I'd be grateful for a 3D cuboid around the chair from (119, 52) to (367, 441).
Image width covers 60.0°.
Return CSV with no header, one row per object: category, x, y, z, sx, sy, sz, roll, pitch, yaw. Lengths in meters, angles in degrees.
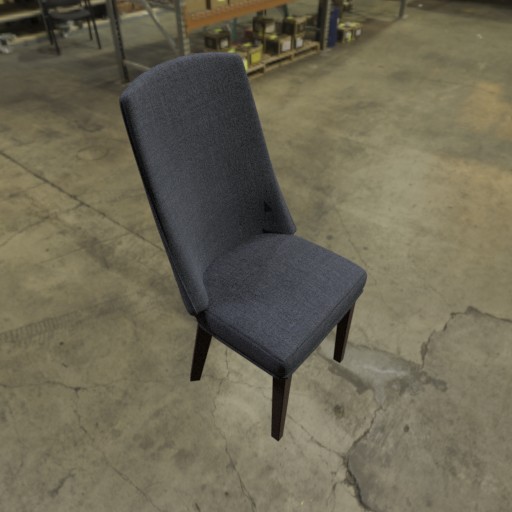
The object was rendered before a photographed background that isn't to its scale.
chair,0.000,0.000,1.363,0.577,1.050,0.510,27,48,28
